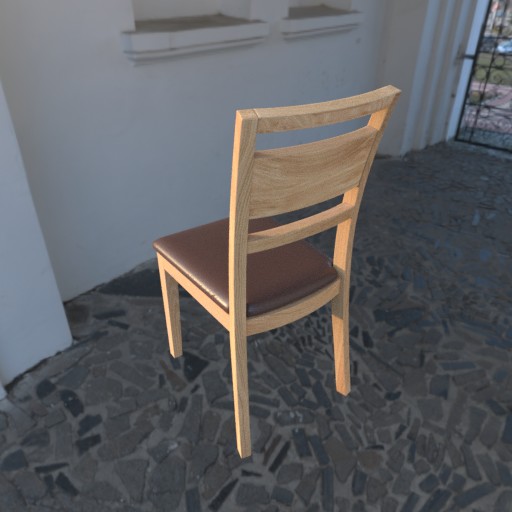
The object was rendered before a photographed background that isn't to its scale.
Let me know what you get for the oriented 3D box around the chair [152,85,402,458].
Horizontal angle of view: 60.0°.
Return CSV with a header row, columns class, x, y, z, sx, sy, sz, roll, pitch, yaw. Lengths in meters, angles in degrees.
class,x,y,z,sx,sy,sz,roll,pitch,yaw
chair,0.000,0.000,1.248,0.420,0.940,0.545,-20,37,-29
